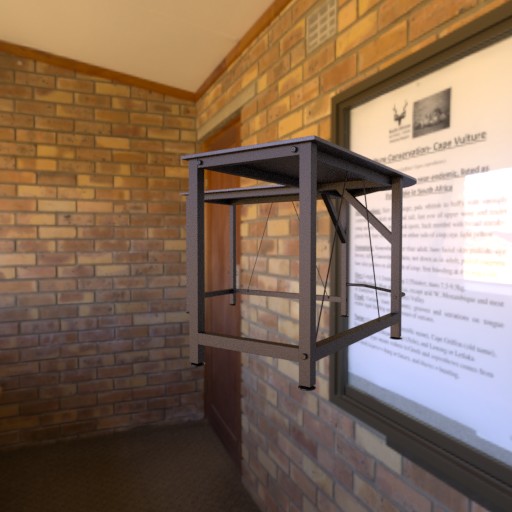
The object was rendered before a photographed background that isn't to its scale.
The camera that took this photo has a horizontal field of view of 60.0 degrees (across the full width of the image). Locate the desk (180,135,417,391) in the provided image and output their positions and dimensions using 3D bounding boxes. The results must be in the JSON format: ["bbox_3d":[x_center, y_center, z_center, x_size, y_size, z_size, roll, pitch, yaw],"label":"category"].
[{"bbox_3d":[0.000,0.000,2.277,1.400,0.762,1.400,1,2,35],"label":"desk"}]
